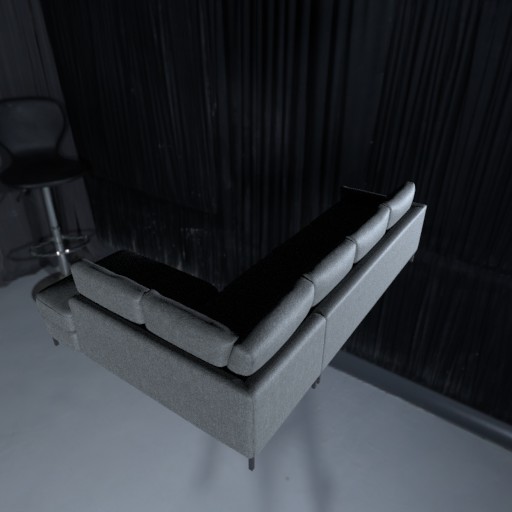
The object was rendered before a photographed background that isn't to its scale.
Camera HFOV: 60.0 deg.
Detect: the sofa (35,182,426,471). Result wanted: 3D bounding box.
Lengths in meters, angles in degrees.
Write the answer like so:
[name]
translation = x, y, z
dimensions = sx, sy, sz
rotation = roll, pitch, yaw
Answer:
[sofa]
translation = 0.000, 0.000, 3.830
dimensions = 1.984, 0.858, 2.972
rotation = 20, 36, 29
